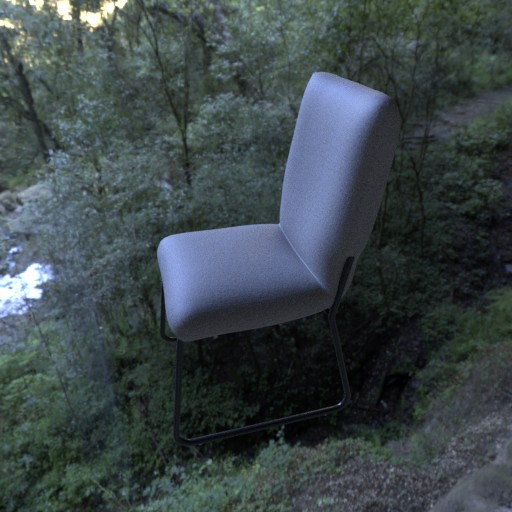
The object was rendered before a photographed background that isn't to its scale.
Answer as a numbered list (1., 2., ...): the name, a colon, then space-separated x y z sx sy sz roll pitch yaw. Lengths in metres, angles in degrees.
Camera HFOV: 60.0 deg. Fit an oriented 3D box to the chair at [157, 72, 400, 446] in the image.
1. chair: 0.000 0.000 1.195 0.560 0.864 0.448 -8 32 -13
